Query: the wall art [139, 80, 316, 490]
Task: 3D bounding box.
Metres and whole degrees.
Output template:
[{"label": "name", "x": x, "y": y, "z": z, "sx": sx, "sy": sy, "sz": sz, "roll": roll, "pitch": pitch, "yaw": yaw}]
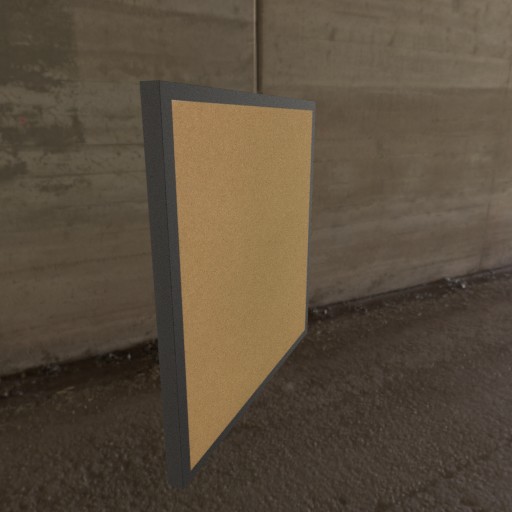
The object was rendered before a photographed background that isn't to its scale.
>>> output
[{"label": "wall art", "x": 0.000, "y": 0.000, "z": 1.109, "sx": 0.037, "sy": 0.760, "sz": 0.762, "roll": 8, "pitch": 18, "yaw": 24}]
